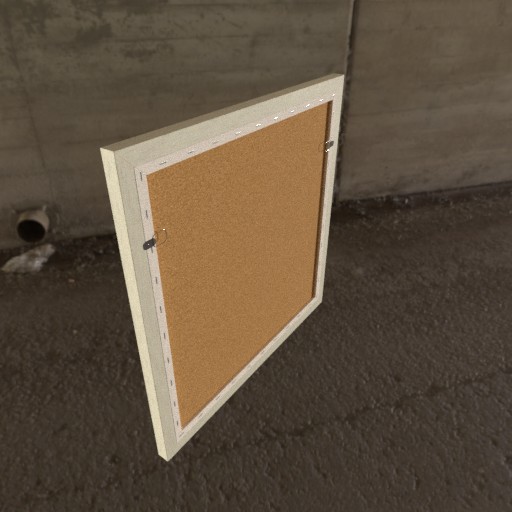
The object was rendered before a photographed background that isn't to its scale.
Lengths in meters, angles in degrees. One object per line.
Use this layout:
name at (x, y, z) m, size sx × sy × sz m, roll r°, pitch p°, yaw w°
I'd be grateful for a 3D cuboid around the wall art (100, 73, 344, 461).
wall art at (0.000, 0.000, 1.502) m, size 0.045 × 1.016 × 1.016 m, roll 21°, pitch 38°, yaw 30°
